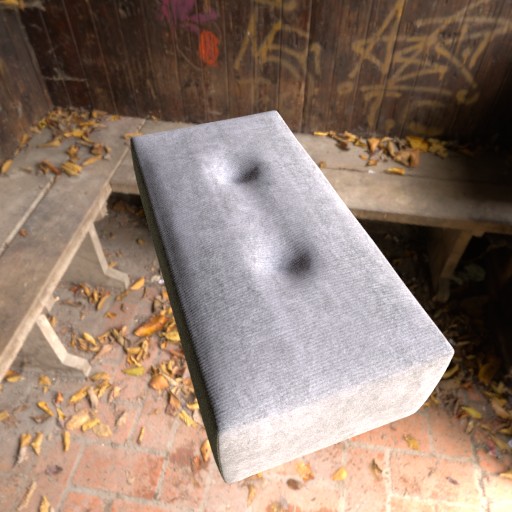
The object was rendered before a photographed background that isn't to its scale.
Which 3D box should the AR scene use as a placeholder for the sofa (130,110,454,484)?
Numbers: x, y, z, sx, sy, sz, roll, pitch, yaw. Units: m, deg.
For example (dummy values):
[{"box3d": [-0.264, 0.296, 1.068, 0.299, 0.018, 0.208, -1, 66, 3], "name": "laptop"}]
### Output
[{"box3d": [0.000, 0.000, 1.143, 0.480, 0.330, 0.930, -15, 50, -13], "name": "sofa"}]
